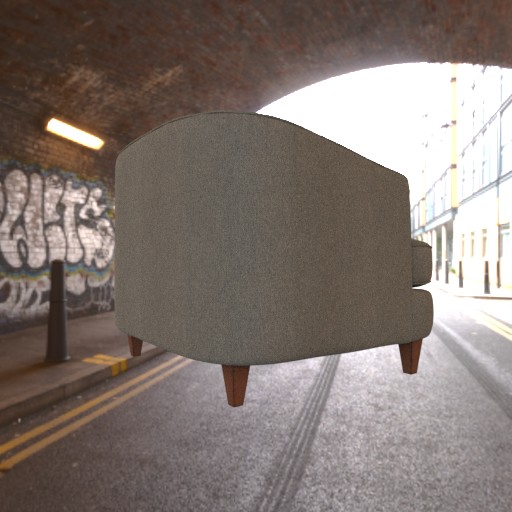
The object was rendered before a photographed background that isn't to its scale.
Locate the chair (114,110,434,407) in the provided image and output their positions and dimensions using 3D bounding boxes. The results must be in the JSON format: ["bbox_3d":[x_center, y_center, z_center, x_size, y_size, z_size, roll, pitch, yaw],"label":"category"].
[{"bbox_3d":[0.000,0.000,1.790,0.945,0.852,1.094,0,0,-36],"label":"chair"}]
